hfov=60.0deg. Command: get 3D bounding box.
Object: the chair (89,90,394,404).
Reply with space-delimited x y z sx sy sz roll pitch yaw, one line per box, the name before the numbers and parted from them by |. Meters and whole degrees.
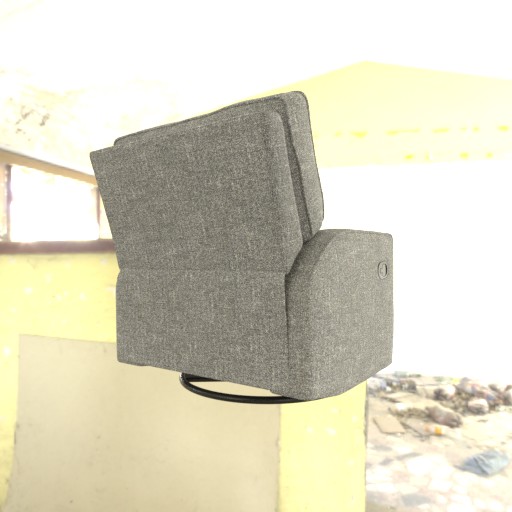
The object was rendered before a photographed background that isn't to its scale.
chair | 0.000 0.000 1.704 0.861 0.962 0.964 0 -1 35
